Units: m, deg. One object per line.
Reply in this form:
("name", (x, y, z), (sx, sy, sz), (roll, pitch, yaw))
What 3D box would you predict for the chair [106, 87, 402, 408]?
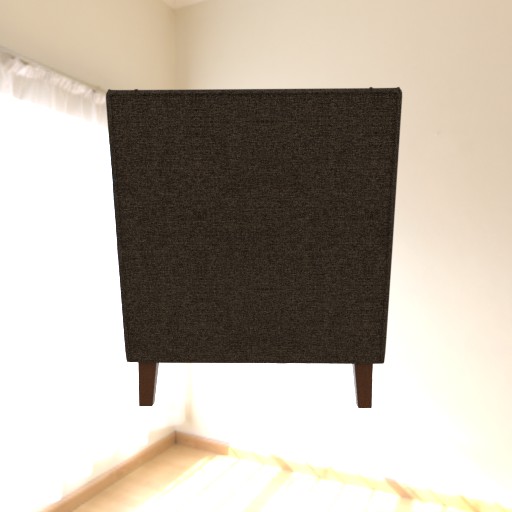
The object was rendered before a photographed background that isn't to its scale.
("chair", (0.000, 0.000, 1.844), (0.942, 1.082, 0.927), (0, 1, 1))
